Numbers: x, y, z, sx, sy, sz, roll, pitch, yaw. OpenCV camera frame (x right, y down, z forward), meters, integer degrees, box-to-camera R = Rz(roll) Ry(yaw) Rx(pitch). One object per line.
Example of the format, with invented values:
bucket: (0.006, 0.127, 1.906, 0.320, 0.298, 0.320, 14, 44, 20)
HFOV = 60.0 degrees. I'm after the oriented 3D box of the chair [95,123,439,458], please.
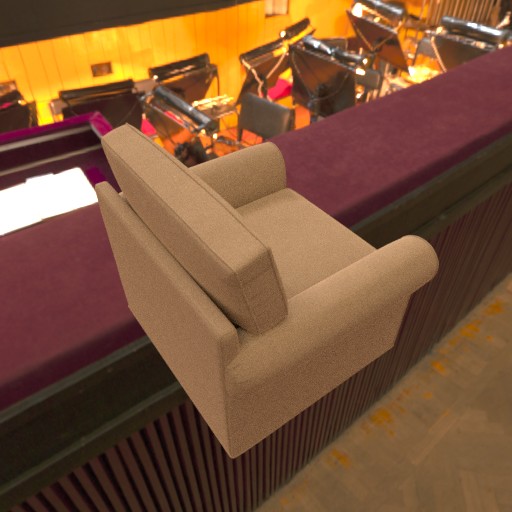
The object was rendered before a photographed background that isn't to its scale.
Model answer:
chair: (0.000, 0.000, 1.738, 0.863, 0.955, 1.040, -26, 48, -26)
